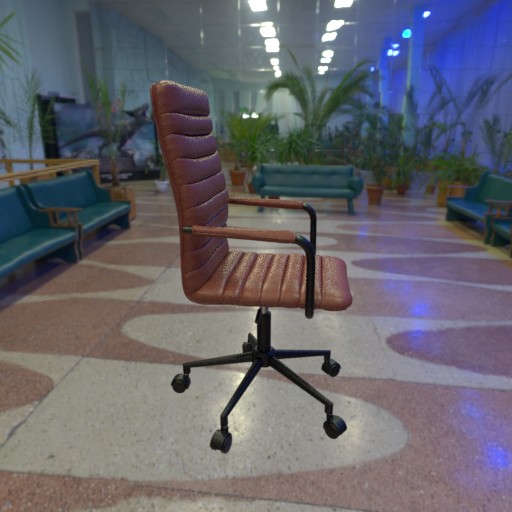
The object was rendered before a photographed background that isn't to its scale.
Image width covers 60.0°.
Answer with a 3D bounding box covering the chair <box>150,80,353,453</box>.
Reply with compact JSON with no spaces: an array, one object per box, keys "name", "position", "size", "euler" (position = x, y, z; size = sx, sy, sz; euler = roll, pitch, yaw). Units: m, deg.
[{"name":"chair","position":[0.000,0.000,1.354],"size":[0.580,0.979,0.608],"euler":[2,16,8]}]
